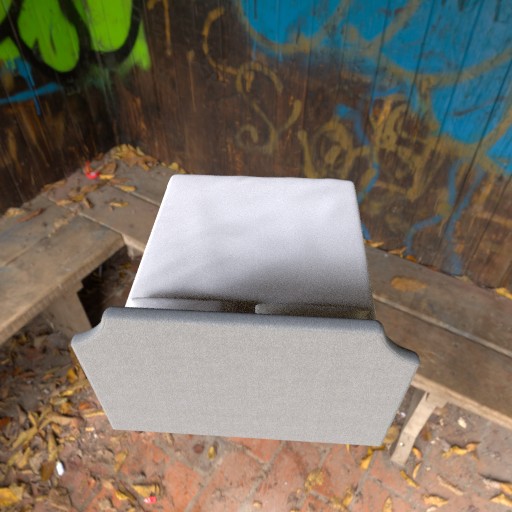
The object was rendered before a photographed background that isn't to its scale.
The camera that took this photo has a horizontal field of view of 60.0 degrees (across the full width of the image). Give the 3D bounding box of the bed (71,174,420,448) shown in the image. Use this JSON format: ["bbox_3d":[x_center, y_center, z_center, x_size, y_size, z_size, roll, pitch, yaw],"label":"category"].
[{"bbox_3d":[0.000,0.000,3.328,1.811,1.296,2.259,3,44,3],"label":"bed"}]
